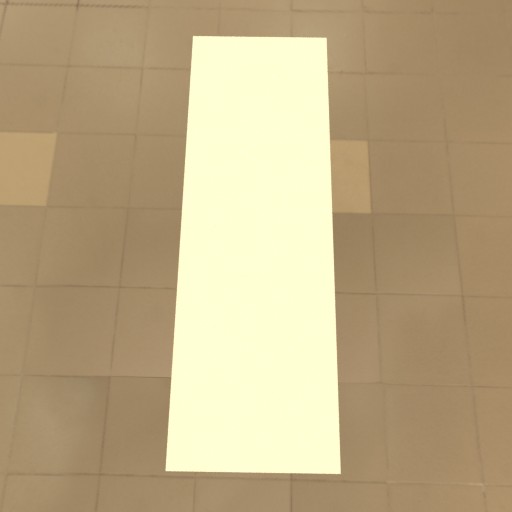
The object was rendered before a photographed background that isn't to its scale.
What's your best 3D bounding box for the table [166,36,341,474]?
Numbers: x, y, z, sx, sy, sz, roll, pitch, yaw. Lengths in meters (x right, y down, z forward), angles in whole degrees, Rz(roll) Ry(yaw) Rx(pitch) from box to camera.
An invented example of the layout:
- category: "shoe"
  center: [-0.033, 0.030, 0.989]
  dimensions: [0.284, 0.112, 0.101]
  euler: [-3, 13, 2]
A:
- category: "table"
  center: [0.000, 0.000, 1.842]
  dimensions: [0.508, 0.769, 1.500]
  euler: [1, 75, 0]
